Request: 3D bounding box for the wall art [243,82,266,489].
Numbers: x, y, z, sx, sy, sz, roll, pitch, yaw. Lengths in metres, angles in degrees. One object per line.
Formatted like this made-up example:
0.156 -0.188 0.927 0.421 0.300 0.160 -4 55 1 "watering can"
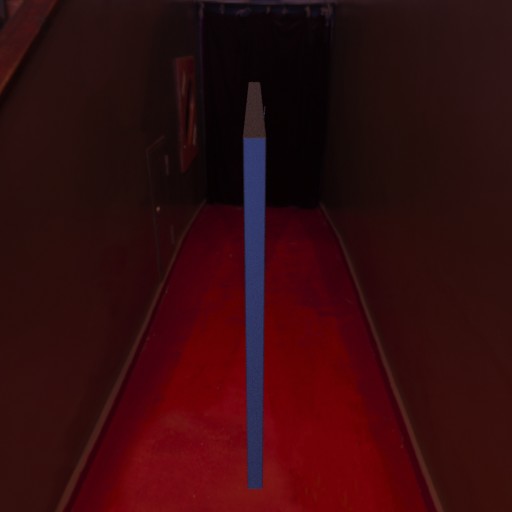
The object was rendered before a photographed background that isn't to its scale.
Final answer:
0.000 0.000 1.206 0.043 0.807 0.805 0 27 0 "wall art"
